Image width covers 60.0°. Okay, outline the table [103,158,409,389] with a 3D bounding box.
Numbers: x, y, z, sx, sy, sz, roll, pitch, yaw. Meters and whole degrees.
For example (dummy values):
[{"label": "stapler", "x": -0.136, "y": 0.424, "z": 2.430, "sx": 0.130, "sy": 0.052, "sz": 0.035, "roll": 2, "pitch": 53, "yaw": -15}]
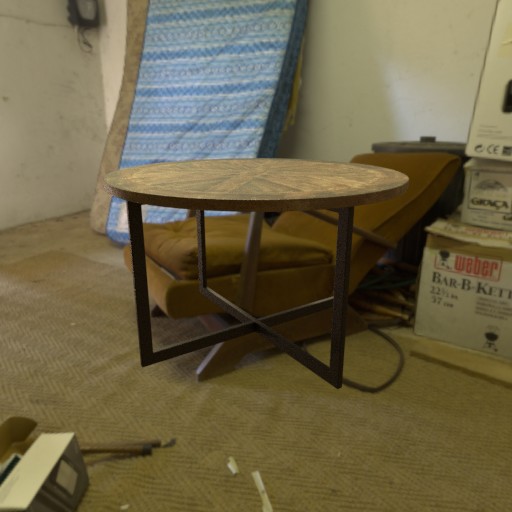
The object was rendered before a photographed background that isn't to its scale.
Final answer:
[{"label": "table", "x": 0.000, "y": 0.000, "z": 2.041, "sx": 1.264, "sy": 0.762, "sz": 1.264, "roll": 0, "pitch": 18, "yaw": 0}]
